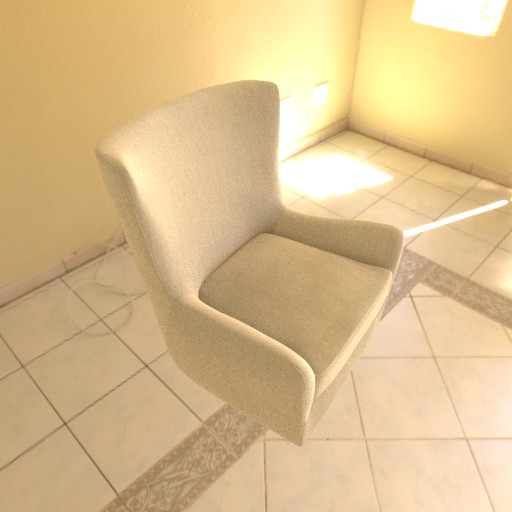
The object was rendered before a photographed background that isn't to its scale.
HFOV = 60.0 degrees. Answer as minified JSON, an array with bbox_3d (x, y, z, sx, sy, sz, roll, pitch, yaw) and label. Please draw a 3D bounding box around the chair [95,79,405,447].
[{"bbox_3d":[0.000,0.000,1.657,0.904,1.000,0.779,24,46,26],"label":"chair"}]
